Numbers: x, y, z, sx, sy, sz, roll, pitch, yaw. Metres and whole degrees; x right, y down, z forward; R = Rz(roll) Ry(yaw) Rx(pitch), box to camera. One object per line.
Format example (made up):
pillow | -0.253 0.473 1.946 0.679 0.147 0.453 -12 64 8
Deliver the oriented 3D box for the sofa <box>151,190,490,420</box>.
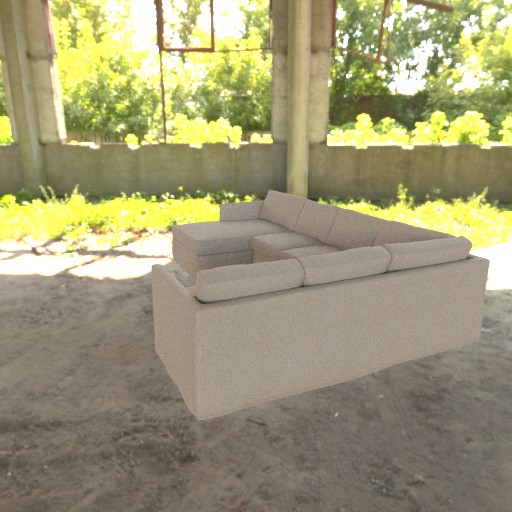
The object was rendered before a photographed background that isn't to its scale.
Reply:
sofa | 0.000 0.000 4.499 2.476 0.878 3.528 -7 17 -25
